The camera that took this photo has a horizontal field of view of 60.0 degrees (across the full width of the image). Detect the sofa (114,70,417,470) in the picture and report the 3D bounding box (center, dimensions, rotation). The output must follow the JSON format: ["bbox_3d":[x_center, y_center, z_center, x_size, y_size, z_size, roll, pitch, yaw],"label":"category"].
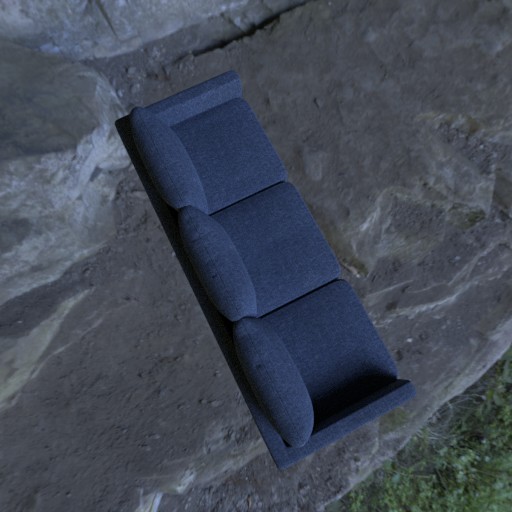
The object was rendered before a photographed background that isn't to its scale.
[{"bbox_3d":[0.000,0.000,2.734,0.859,0.874,2.218,-26,77,-6],"label":"sofa"}]
